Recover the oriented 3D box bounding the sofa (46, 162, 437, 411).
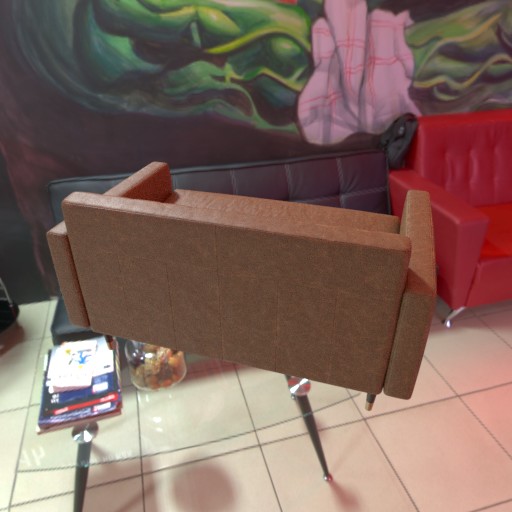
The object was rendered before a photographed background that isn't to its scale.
[{"bbox_3d":[0.000,0.000,2.130,1.549,0.820,0.960,9,32,15],"label":"sofa"}]
